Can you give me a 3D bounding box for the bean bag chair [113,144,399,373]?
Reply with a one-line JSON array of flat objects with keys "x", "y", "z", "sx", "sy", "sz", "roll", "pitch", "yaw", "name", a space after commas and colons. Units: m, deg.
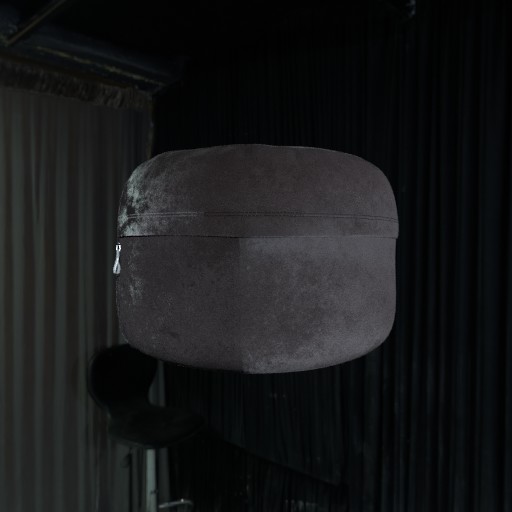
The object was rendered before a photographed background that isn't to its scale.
[{"x": 0.000, "y": 0.000, "z": 1.503, "sx": 0.918, "sy": 0.605, "sz": 0.918, "roll": 0, "pitch": 1, "yaw": 0, "name": "bean bag chair"}]
